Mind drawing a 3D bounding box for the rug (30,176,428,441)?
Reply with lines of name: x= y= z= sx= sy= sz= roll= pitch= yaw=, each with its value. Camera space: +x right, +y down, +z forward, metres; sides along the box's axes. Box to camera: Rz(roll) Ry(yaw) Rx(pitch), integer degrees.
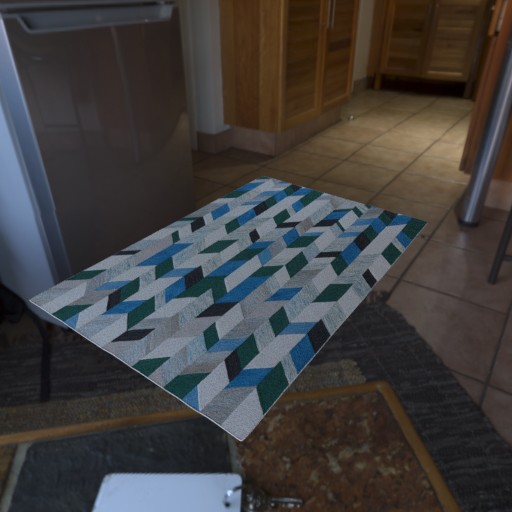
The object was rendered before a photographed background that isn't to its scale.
rug: x=0.000 y=0.000 z=2.334 sx=1.229 sy=0.005 sz=1.827 roll=22 pitch=38 yaw=30
